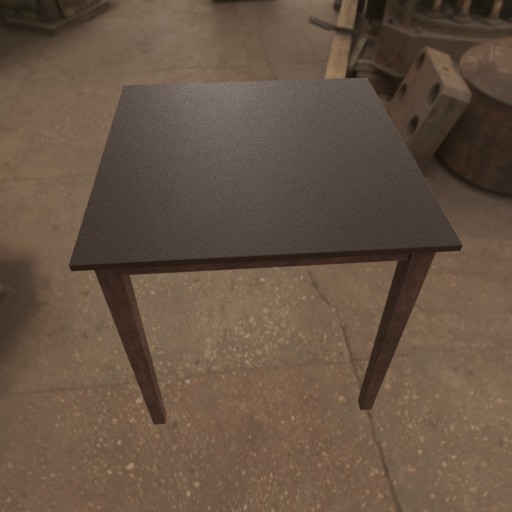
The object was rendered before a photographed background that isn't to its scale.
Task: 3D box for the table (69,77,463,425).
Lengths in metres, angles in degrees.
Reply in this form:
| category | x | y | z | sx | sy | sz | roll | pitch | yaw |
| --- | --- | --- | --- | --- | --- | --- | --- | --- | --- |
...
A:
| category | x | y | z | sx | sy | sz | roll | pitch | yaw |
| --- | --- | --- | --- | --- | --- | --- | --- | --- | --- |
| table | 0.000 | 0.000 | 1.374 | 0.749 | 0.770 | 0.749 | -3 | 46 | -3 |
